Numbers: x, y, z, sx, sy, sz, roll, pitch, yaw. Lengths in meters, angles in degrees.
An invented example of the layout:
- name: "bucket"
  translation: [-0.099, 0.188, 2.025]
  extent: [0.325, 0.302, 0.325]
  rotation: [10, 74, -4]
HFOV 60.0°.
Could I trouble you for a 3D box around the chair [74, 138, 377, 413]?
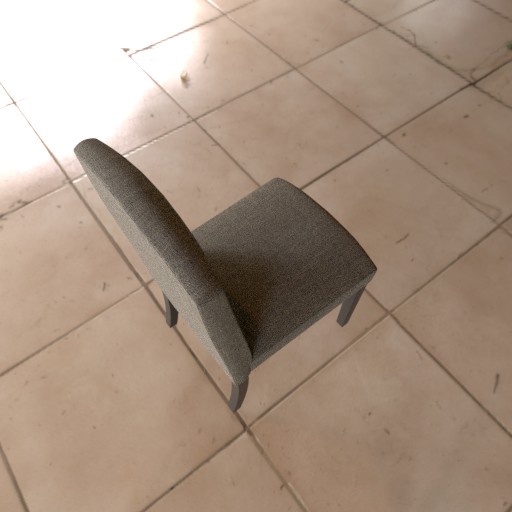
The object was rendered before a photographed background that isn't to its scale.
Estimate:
- name: "chair"
  translation: [0.000, 0.000, 1.226]
  extent: [0.580, 0.917, 0.451]
  rotation: [-34, 64, -19]
